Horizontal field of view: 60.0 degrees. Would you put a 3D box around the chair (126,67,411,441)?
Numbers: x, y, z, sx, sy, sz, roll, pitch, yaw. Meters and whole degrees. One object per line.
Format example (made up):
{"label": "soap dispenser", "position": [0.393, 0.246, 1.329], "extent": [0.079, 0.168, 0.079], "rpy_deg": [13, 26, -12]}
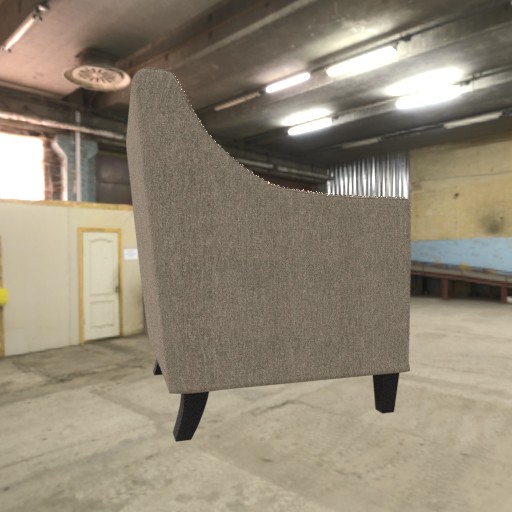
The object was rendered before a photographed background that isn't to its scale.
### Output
{"label": "chair", "position": [0.000, 0.000, 1.601], "extent": [0.884, 0.967, 0.776], "rpy_deg": [0, 0, -18]}
